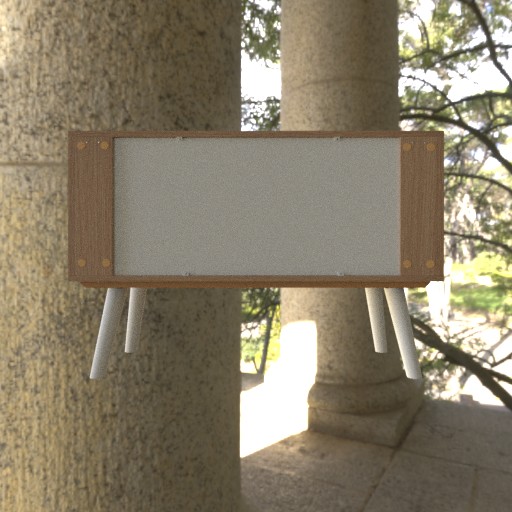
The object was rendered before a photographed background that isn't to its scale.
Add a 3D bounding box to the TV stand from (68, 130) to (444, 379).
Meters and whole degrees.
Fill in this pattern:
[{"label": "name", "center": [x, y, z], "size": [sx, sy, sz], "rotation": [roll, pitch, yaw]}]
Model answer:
[{"label": "TV stand", "center": [0.000, 0.000, 1.370], "size": [0.991, 0.660, 0.407], "rotation": [0, 0, 0]}]
